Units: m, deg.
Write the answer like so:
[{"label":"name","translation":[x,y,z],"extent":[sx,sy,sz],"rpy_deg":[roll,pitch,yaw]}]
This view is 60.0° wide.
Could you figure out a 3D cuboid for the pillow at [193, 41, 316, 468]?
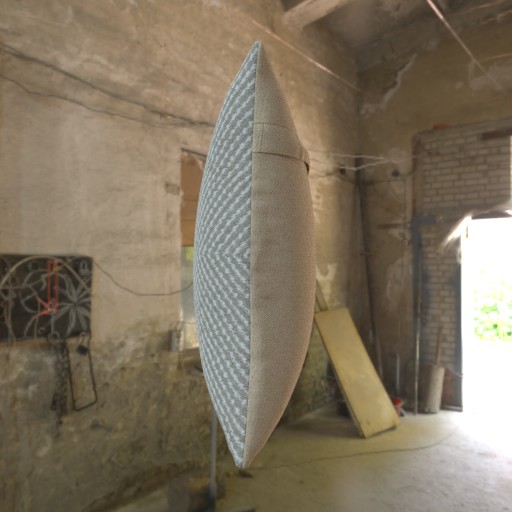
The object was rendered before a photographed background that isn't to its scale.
[{"label":"pillow","translation":[0.000,0.000,0.694],"extent":[0.181,0.458,0.459],"rpy_deg":[0,-1,2]}]
